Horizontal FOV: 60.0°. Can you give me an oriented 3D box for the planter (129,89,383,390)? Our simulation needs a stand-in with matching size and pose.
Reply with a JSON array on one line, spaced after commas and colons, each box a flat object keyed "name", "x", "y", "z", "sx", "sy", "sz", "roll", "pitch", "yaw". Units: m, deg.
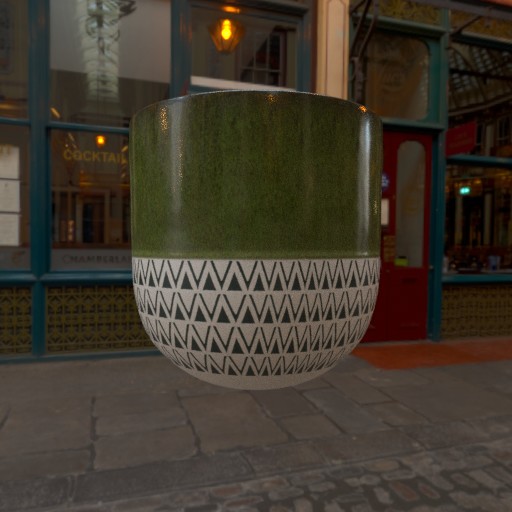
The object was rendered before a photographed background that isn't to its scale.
[{"name": "planter", "x": 0.000, "y": 0.000, "z": 0.486, "sx": 0.266, "sy": 0.270, "sz": 0.266, "roll": 0, "pitch": 1, "yaw": 0}]
